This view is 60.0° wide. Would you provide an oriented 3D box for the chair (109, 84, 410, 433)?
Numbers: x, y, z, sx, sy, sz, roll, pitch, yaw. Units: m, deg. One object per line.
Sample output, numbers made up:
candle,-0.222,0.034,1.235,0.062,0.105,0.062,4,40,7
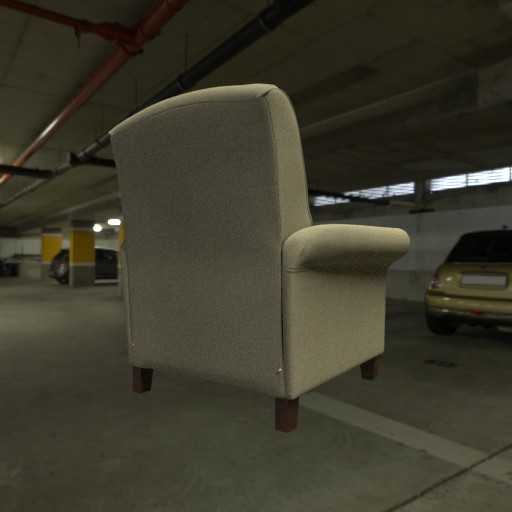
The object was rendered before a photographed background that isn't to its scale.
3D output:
chair,0.000,0.000,1.799,0.978,1.061,0.905,0,0,36
